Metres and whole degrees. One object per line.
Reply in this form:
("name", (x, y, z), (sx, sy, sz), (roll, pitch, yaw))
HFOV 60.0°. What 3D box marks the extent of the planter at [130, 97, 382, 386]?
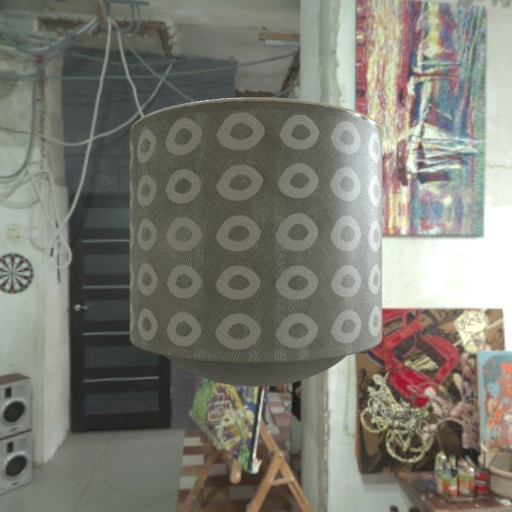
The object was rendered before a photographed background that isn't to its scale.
("planter", (0.000, 0.000, 0.457), (0.250, 0.239, 0.250), (0, 0, 0))
